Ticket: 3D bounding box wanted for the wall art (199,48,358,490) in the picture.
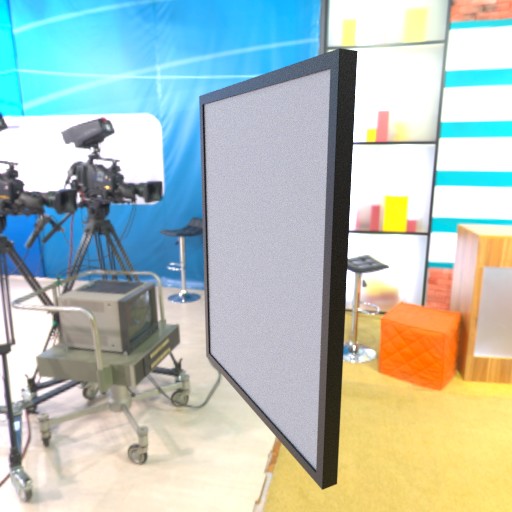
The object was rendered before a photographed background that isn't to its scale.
[{"bbox_3d":[0.000,0.000,0.531,0.018,0.397,0.325,-6,14,-26],"label":"wall art"}]
